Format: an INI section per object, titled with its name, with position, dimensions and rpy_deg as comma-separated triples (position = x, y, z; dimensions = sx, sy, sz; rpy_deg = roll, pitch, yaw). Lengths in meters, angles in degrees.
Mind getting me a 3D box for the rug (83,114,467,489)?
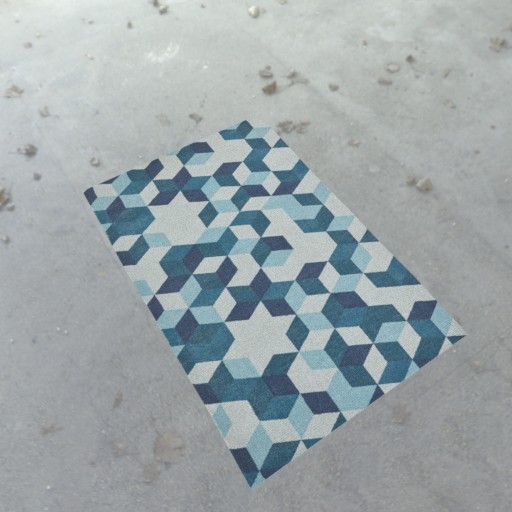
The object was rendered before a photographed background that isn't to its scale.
[rug]
position = 0.000, 0.000, 2.344
dimensions = 1.235, 0.014, 1.829
rpy_deg = -28, 62, -17
